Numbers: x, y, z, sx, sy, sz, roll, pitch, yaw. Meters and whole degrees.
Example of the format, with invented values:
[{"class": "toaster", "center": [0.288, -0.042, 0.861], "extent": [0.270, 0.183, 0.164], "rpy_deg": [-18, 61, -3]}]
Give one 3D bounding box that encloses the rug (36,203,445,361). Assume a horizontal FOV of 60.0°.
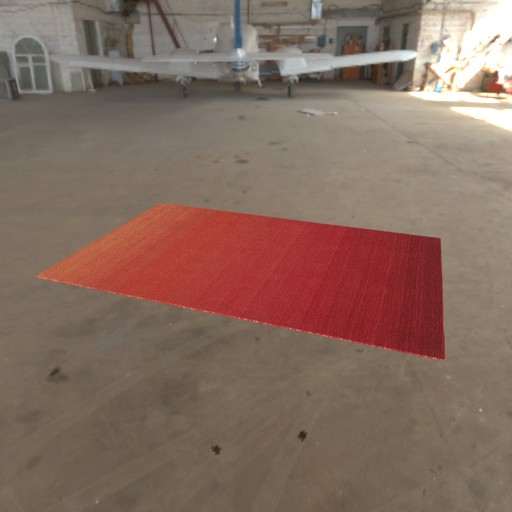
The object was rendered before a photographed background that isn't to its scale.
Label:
[{"class": "rug", "center": [0.000, 0.000, 3.098], "extent": [2.442, 0.010, 1.531], "rpy_deg": [9, 27, 18]}]
